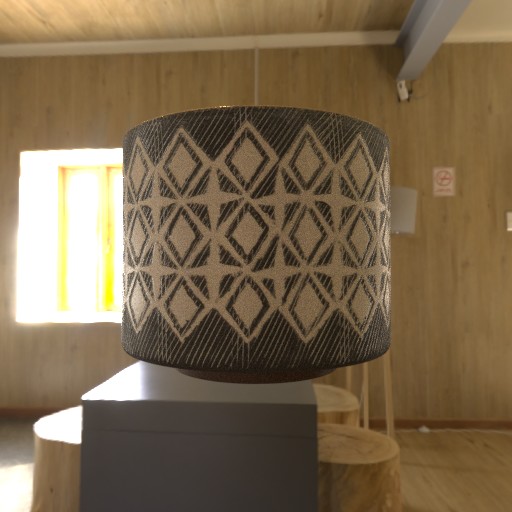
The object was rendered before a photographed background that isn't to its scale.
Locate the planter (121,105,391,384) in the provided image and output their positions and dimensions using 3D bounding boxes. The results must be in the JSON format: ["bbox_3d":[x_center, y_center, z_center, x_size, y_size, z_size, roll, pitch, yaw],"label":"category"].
[{"bbox_3d":[0.000,0.000,0.218,0.126,0.104,0.126,0,-1,0],"label":"planter"}]
